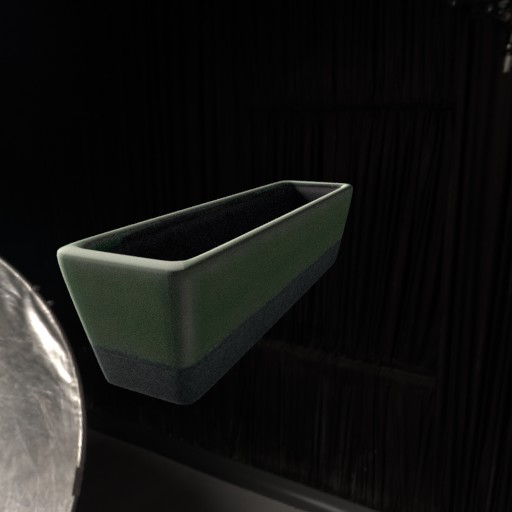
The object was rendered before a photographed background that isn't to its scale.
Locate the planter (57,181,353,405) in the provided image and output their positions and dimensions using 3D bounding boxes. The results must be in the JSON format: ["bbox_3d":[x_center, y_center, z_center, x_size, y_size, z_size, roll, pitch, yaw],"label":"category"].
[{"bbox_3d":[0.000,0.000,0.306,0.072,0.072,0.275,7,18,24],"label":"planter"}]
